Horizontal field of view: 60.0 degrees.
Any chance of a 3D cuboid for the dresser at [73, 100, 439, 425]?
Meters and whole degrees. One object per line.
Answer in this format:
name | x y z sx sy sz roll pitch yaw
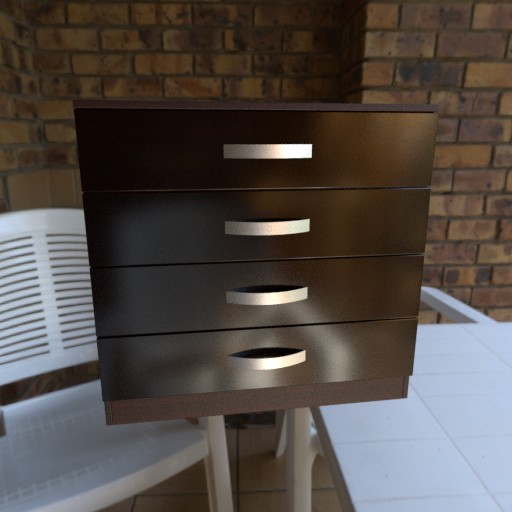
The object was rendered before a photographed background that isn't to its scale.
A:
dresser | 0.000 0.000 1.131 0.750 0.720 0.360 -2 15 -8
